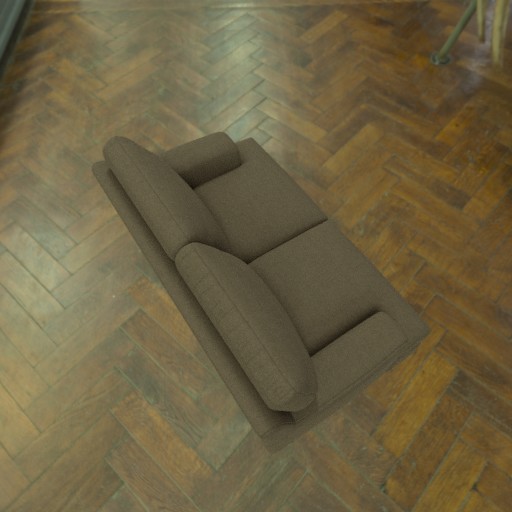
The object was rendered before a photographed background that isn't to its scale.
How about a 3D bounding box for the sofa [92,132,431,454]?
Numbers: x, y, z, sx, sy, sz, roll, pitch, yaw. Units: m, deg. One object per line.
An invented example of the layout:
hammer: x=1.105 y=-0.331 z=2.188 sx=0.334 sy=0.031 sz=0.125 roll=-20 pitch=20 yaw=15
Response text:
sofa: x=0.000 y=0.000 z=2.594 sx=1.140 sy=0.950 sz=1.869 roll=-29 pitch=62 yaw=-17
